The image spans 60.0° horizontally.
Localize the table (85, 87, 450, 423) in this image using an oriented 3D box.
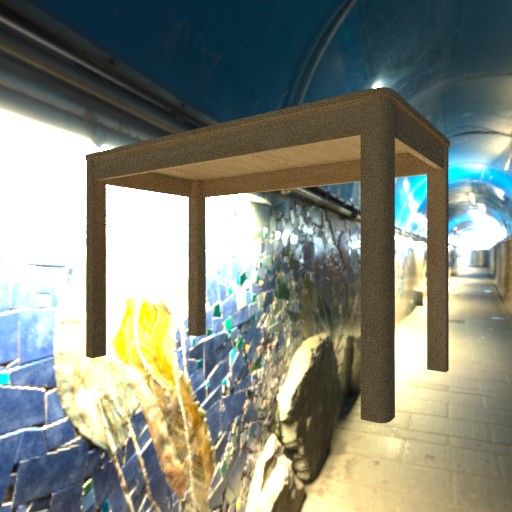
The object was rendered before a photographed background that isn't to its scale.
[{"bbox_3d":[0.000,0.000,1.877,1.400,0.900,0.750,0,0,36],"label":"table"}]
